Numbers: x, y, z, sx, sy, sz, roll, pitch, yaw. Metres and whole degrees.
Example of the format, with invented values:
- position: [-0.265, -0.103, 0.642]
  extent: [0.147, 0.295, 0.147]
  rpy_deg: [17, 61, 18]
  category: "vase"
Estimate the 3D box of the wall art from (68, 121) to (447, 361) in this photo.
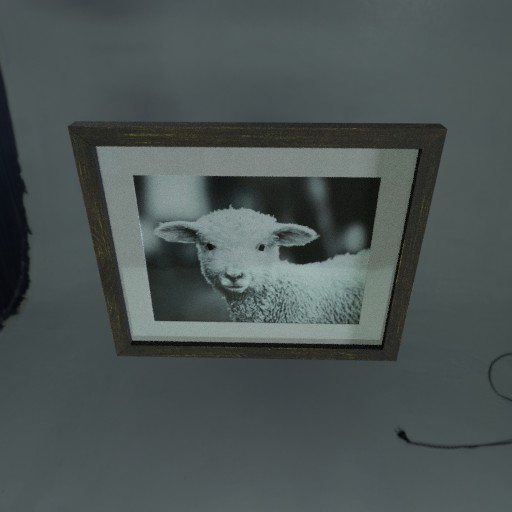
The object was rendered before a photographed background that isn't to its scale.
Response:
- position: [0.000, 0.000, 0.781]
  extent: [0.558, 0.457, 0.032]
  rpy_deg: [1, 31, 1]
  category: "wall art"
